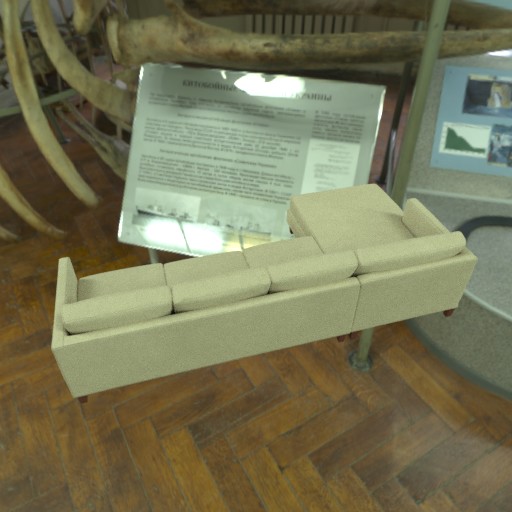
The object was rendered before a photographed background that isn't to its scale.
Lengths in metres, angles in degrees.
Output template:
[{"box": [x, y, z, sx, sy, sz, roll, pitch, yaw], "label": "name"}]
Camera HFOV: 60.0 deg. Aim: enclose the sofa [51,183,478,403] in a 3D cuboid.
[{"box": [0.000, 0.000, 3.886, 3.186, 0.846, 1.625, -11, 42, -12], "label": "sofa"}]
